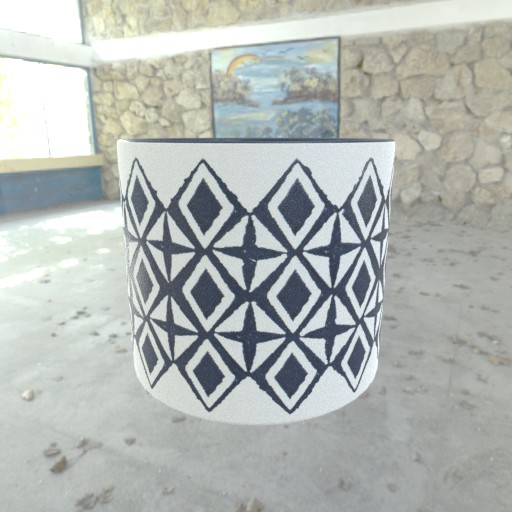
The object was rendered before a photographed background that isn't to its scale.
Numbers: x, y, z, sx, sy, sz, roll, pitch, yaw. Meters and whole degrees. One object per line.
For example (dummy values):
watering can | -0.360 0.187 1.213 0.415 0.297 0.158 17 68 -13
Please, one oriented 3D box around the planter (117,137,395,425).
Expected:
planter | 0.000 0.000 0.397 0.224 0.203 0.224 0 15 0
